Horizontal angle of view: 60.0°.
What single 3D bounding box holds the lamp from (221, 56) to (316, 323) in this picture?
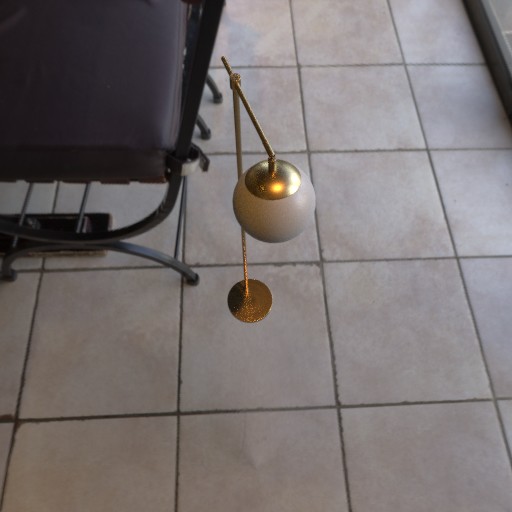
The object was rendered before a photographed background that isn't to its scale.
[{"bbox_3d":[0.000,0.000,1.730,0.249,1.505,0.476,-19,66,-9],"label":"lamp"}]
